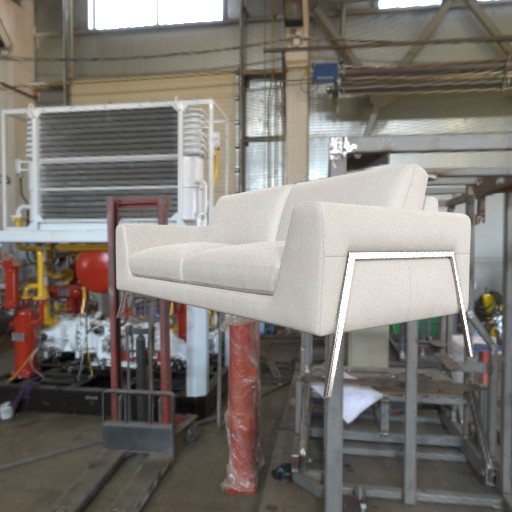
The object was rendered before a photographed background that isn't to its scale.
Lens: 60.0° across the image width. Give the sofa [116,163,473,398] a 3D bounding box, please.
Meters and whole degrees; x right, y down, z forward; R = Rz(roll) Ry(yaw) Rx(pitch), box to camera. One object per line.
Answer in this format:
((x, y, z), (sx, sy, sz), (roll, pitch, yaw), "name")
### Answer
((0.000, 0.000, 2.511), (0.953, 0.875, 2.017), (-1, 2, -36), "sofa")
